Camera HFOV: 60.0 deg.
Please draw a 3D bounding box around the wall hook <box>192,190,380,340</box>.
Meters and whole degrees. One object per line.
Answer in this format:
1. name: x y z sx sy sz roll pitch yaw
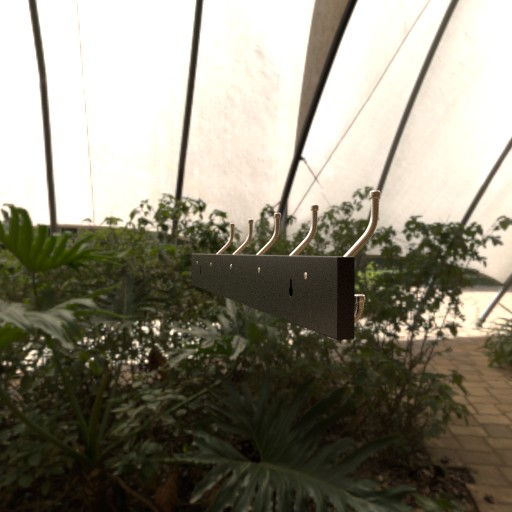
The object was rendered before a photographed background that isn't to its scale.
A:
1. wall hook: 0.000 0.000 0.597 0.071 0.117 0.571 0 1 -19
